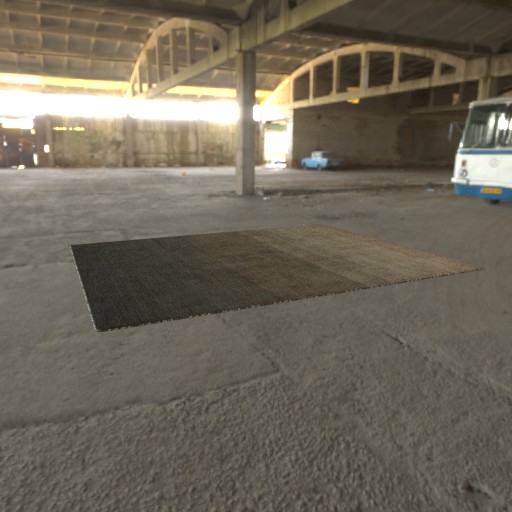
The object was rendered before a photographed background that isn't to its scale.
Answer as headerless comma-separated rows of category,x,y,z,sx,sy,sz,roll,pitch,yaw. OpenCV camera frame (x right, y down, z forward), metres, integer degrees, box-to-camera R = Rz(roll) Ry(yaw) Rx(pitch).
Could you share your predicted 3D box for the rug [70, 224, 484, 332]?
rug,0.000,0.000,3.880,2.902,0.017,2.306,-6,15,-25
